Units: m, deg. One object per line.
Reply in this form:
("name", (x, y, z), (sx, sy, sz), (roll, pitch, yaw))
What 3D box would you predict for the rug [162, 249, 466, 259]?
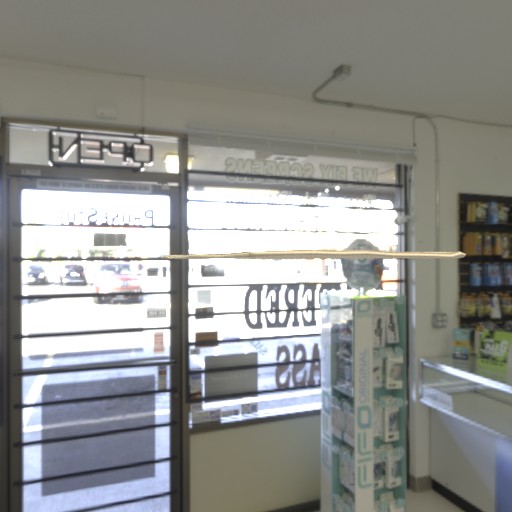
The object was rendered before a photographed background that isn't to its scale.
("rug", (0.000, 0.000, 2.610), (0.831, 0.036, 2.381), (0, 0, -18))
